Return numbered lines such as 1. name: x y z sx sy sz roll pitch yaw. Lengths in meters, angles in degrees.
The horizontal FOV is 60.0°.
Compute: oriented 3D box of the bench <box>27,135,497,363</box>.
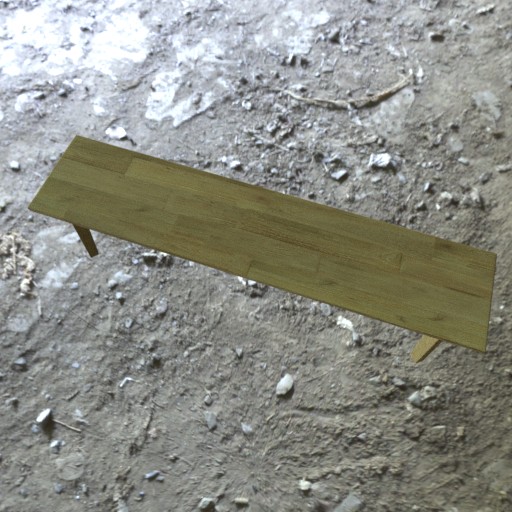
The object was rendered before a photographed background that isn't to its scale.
1. bench: 0.000 0.000 1.824 1.698 0.431 0.378 17 65 8
